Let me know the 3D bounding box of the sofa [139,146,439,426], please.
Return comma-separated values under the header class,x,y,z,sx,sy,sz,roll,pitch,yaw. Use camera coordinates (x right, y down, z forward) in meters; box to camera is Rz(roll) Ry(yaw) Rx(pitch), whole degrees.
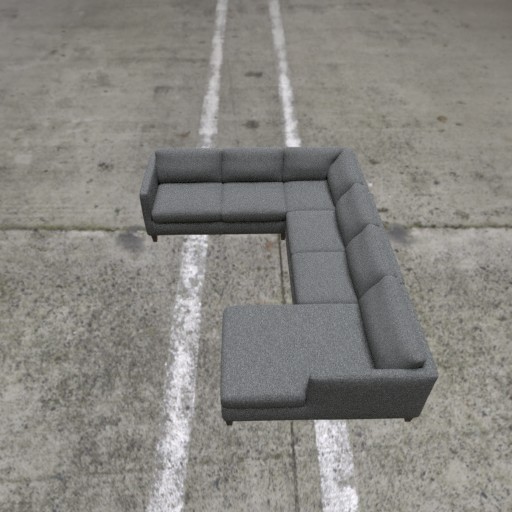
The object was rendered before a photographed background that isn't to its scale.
class,x,y,z,sx,sy,sz,roll,pitch,yaw
sofa,0.000,0.000,4.449,2.551,0.853,3.238,-1,42,-1
